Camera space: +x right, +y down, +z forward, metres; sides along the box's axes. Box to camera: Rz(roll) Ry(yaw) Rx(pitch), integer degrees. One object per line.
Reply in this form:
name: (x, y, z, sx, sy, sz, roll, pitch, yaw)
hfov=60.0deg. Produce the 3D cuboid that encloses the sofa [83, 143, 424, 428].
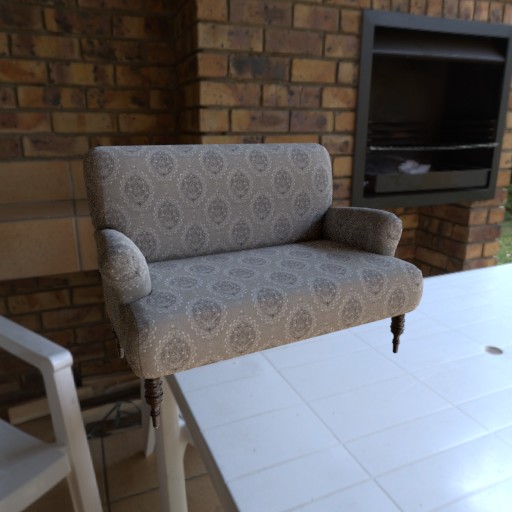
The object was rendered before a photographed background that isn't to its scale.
sofa: (0.000, 0.000, 1.858, 1.297, 0.889, 0.779, -8, 18, -27)
